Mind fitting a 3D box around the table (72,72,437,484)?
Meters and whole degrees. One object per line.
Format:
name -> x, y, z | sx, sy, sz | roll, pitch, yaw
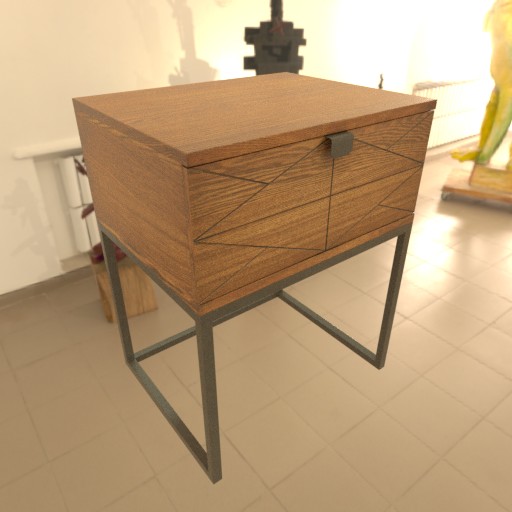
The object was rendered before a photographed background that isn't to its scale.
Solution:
table -> 0.000, 0.000, 0.898 | 0.482, 0.610, 0.400 | -21, 37, -32
